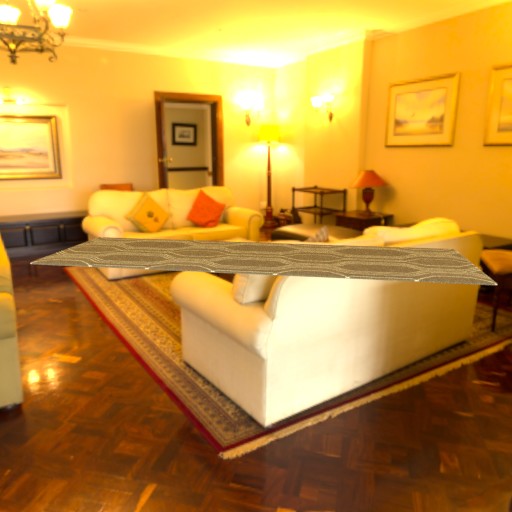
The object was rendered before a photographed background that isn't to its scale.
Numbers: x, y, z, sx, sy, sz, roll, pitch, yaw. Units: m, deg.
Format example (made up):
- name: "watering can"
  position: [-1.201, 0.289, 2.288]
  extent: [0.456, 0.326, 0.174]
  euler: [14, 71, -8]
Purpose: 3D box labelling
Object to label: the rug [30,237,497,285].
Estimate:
- name: "rug"
  position: [0.000, 0.000, 2.676]
  extent: [2.464, 0.012, 0.773]
  euler: [2, 13, 9]
